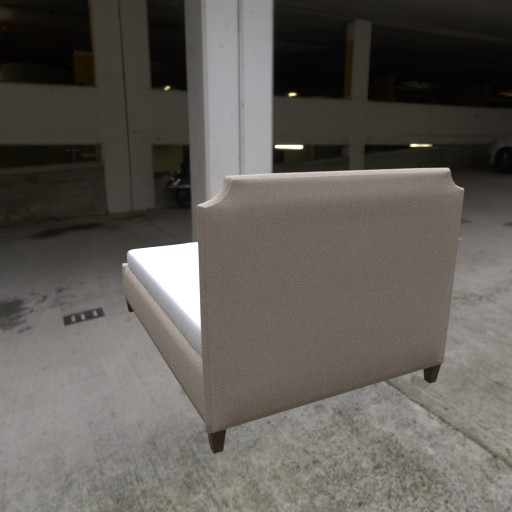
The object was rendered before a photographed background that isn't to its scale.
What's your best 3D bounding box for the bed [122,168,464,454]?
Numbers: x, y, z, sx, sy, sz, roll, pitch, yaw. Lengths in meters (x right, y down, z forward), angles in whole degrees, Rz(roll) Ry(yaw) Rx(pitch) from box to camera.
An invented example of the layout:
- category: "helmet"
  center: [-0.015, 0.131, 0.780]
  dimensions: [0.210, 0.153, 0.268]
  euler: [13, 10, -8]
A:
- category: "bed"
  center: [0.000, 0.000, 3.480]
  dimensions: [1.713, 1.443, 2.372]
  euler: [-7, 16, -26]
